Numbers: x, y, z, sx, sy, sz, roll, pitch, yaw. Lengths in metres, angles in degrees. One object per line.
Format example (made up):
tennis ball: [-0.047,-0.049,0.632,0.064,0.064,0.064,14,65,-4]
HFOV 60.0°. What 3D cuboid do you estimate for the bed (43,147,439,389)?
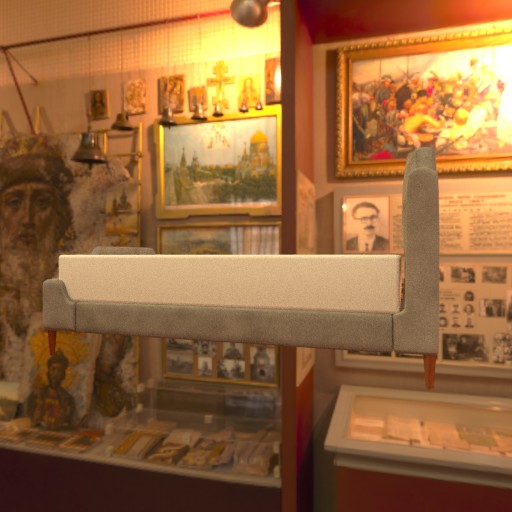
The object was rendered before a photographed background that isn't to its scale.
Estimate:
bed: [0.000,0.000,3.203,2.340,1.245,1.676,0,0,18]
